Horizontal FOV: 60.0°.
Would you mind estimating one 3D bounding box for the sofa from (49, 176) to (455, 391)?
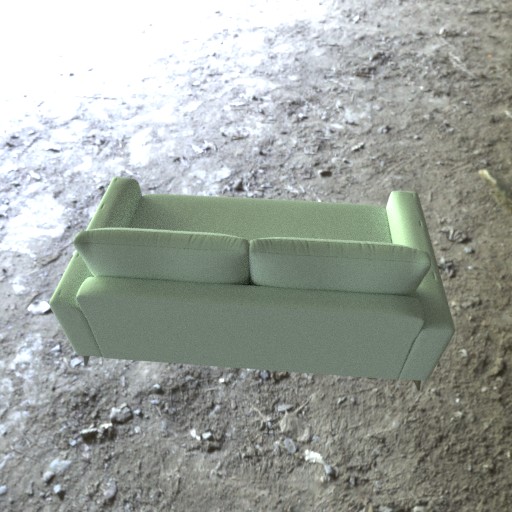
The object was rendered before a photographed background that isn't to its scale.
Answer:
[{"bbox_3d":[0.000,0.000,2.163,1.650,0.790,0.920,3,46,3],"label":"sofa"}]
